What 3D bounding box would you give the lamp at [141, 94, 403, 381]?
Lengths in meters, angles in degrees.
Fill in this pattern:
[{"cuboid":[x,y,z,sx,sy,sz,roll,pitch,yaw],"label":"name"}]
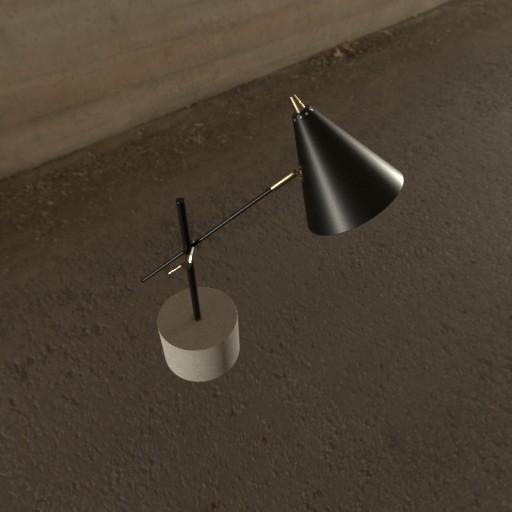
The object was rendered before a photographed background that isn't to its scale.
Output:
[{"cuboid":[0.000,0.000,0.733,0.403,0.518,0.214,9,45,9],"label":"lamp"}]
